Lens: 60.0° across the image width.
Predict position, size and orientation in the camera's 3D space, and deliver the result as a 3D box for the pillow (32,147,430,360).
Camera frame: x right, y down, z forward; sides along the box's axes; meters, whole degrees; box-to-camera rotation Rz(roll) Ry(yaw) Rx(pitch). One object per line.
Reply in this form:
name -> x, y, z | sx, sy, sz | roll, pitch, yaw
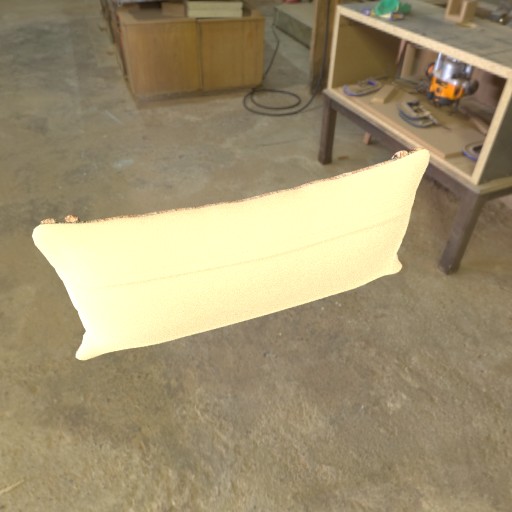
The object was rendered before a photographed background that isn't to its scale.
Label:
pillow -> 0.000, 0.000, 0.732 | 0.635, 0.282, 0.139 | -14, 43, -15
